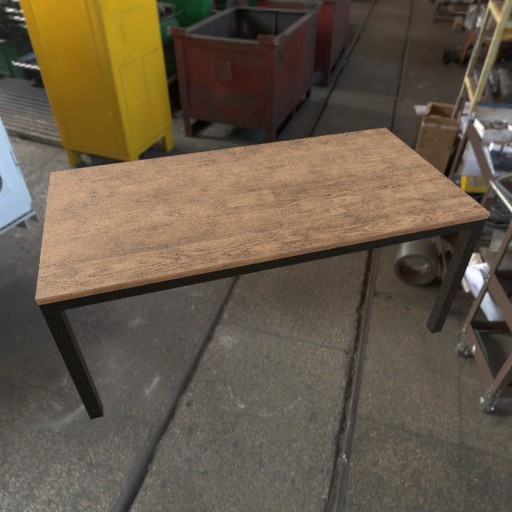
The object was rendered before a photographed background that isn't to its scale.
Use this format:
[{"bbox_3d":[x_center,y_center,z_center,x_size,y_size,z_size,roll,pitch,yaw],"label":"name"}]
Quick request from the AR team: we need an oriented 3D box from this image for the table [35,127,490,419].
[{"bbox_3d":[0.000,0.000,2.254,1.805,0.767,0.893,-11,41,-13],"label":"table"}]
